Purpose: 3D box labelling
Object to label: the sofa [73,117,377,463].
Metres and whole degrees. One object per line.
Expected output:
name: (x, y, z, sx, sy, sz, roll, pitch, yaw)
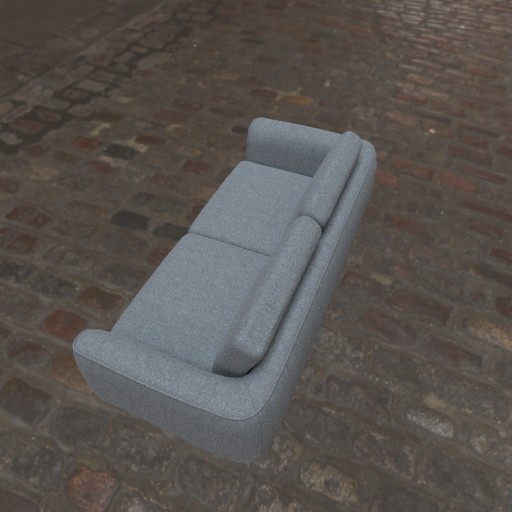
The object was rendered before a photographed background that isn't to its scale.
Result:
sofa: (0.000, 0.000, 2.442, 0.920, 0.870, 2.000, 18, 50, 15)
